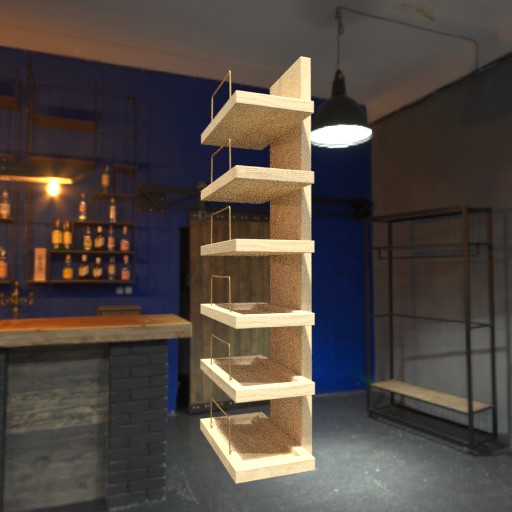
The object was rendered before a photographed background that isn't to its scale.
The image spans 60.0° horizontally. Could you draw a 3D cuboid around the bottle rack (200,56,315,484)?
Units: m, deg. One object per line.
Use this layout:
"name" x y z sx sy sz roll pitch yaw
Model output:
"bottle rack" 0.000 0.000 1.106 0.206 0.943 0.330 1 -2 -20
